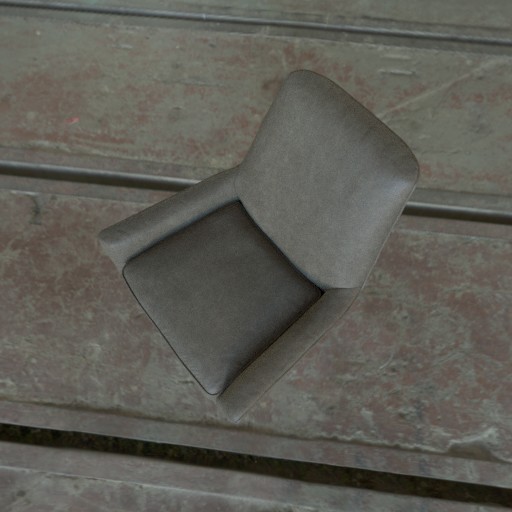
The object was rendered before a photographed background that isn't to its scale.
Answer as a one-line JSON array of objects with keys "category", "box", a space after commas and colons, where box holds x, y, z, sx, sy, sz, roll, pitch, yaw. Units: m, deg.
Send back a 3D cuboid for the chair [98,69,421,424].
[{"category": "chair", "box": [0.000, 0.000, 1.528, 0.824, 0.888, 0.787, -36, 70, -15]}]
